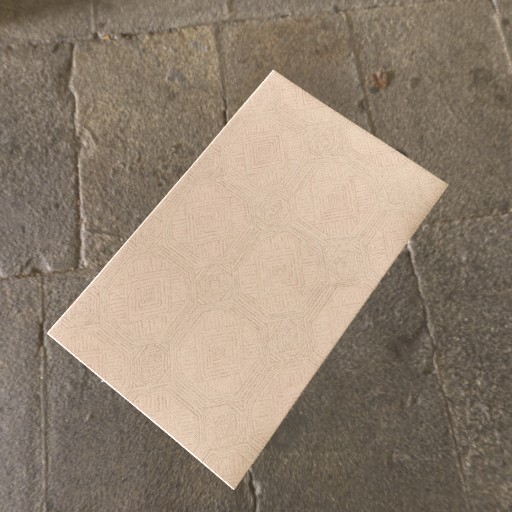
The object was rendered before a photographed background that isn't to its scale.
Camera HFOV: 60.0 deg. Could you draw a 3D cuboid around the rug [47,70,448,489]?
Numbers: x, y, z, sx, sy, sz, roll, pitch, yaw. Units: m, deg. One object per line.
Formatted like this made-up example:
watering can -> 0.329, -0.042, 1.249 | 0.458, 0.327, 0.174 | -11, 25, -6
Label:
rug -> 0.000, 0.000, 2.972 | 1.524, 0.008, 2.440 | 36, 79, 8
